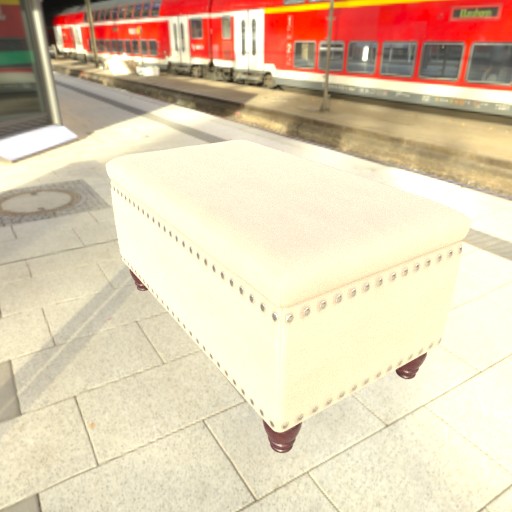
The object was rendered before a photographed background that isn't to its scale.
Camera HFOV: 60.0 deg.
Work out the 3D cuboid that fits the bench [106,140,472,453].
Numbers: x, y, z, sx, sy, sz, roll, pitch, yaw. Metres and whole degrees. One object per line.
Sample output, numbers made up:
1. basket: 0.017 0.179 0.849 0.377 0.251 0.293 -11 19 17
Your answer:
1. bench: 0.000 0.000 1.211 0.500 0.449 0.887 -17 31 -30
